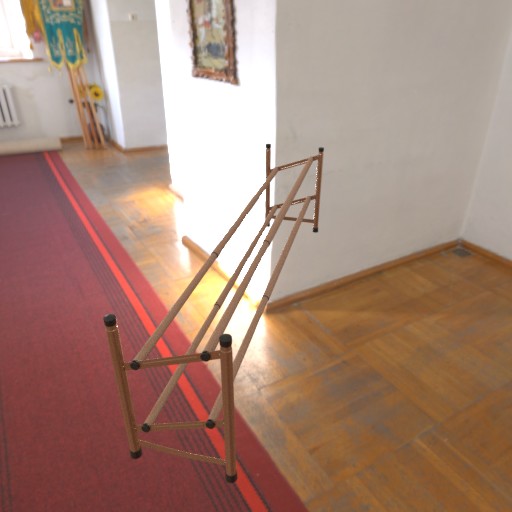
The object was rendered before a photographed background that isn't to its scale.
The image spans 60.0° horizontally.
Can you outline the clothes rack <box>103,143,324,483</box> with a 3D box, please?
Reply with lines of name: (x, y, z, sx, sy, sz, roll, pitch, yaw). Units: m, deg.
clothes rack: (0.000, 0.000, 1.288, 0.229, 0.349, 1.168, 7, 30, 13)
